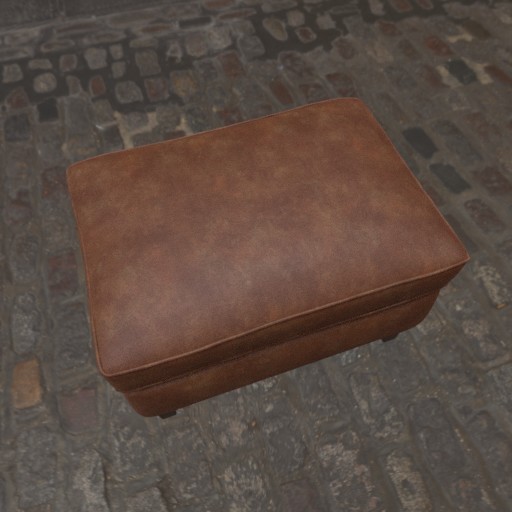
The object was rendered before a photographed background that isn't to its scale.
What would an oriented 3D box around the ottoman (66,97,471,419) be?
[{"bbox_3d":[0.000,0.000,0.975,0.665,0.418,0.501,-16,60,-10],"label":"ottoman"}]
